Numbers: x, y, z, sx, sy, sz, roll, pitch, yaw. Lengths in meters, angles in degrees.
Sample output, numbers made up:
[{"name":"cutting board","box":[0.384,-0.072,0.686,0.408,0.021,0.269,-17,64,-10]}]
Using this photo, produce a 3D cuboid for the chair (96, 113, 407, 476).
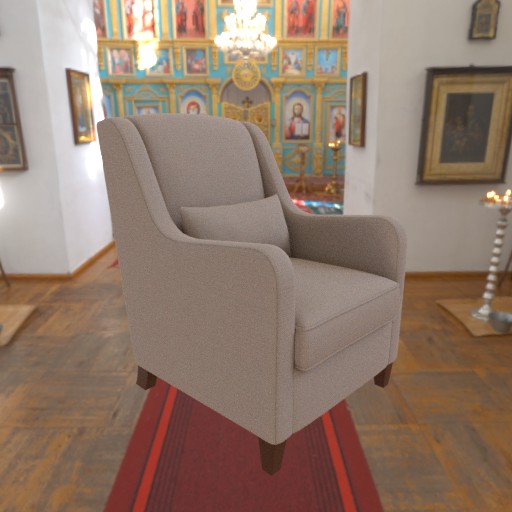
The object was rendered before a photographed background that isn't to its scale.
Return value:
[{"name":"chair","box":[0.000,0.000,1.617,0.896,1.017,0.715,14,20,42]}]
